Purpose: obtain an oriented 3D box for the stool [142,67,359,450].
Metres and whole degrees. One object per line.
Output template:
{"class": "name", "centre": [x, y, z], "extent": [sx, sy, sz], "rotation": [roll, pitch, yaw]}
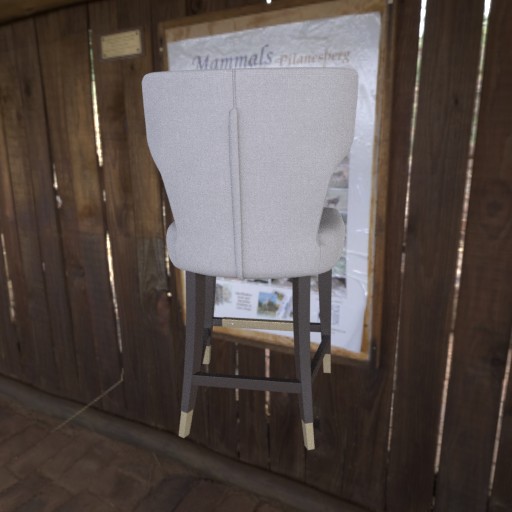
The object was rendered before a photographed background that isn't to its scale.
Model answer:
{"class": "stool", "centre": [0.000, 0.000, 1.324], "extent": [0.527, 0.982, 0.563], "rotation": [2, 14, 8]}
